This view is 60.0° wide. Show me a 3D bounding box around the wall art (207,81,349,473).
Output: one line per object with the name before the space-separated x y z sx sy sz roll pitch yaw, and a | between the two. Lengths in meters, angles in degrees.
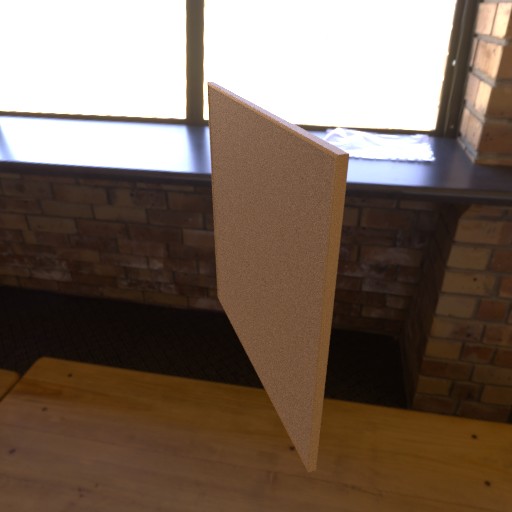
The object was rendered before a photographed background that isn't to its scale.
wall art | 0.000 0.000 0.698 0.013 0.455 0.457 -10 31 -18
